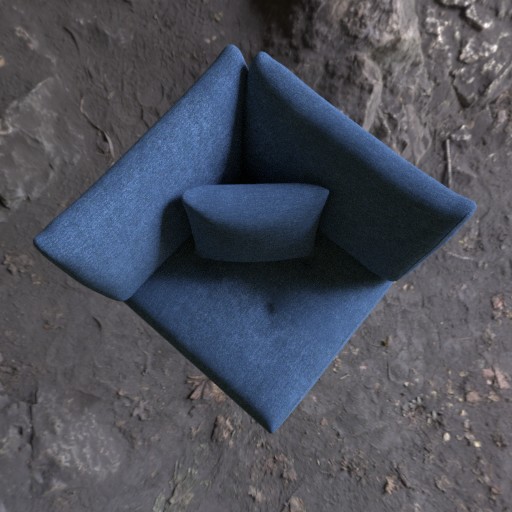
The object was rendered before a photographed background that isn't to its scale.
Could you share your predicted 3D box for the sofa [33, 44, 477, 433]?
[{"bbox_3d":[0.000,0.000,1.728,1.000,0.820,1.000,39,79,9],"label":"sofa"}]
